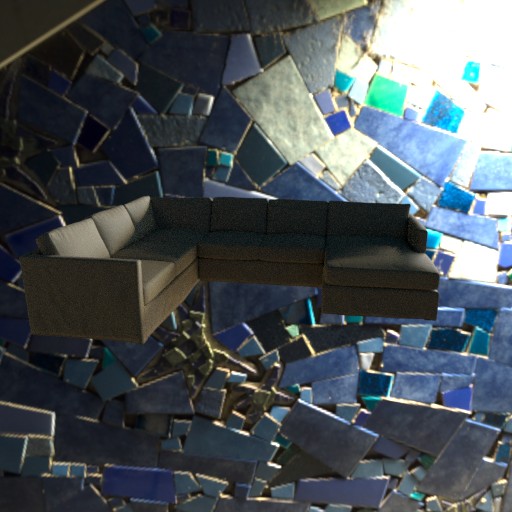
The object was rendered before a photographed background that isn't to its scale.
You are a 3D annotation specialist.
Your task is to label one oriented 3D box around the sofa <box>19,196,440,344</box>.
[{"bbox_3d":[0.000,0.000,4.480,3.460,0.882,2.427,3,16,9],"label":"sofa"}]
